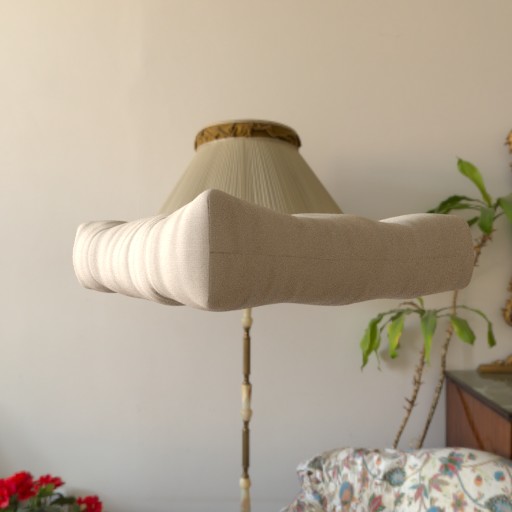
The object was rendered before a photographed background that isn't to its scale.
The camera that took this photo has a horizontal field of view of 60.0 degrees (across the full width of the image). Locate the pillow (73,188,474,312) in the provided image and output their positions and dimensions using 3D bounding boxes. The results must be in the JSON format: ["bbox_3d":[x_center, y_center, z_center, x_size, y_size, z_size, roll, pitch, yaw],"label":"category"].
[{"bbox_3d":[0.000,0.000,0.713,0.468,0.128,0.490,0,0,-35],"label":"pillow"}]
